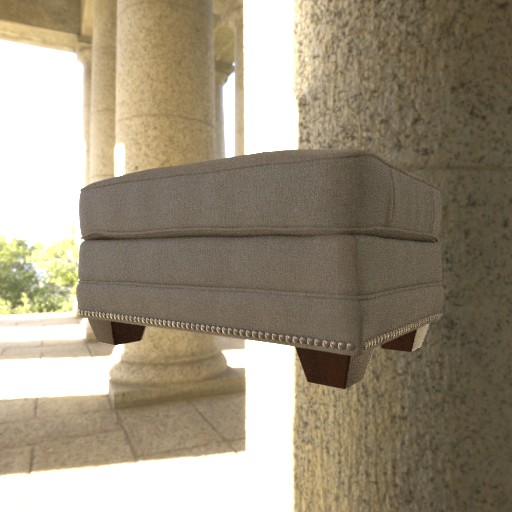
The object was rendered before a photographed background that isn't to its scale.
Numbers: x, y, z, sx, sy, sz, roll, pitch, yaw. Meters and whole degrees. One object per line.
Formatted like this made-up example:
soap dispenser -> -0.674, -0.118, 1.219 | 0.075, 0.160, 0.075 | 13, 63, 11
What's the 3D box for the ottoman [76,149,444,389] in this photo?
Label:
ottoman -> 0.000, 0.000, 1.144 | 0.813, 0.458, 0.559 | 0, 0, 36
